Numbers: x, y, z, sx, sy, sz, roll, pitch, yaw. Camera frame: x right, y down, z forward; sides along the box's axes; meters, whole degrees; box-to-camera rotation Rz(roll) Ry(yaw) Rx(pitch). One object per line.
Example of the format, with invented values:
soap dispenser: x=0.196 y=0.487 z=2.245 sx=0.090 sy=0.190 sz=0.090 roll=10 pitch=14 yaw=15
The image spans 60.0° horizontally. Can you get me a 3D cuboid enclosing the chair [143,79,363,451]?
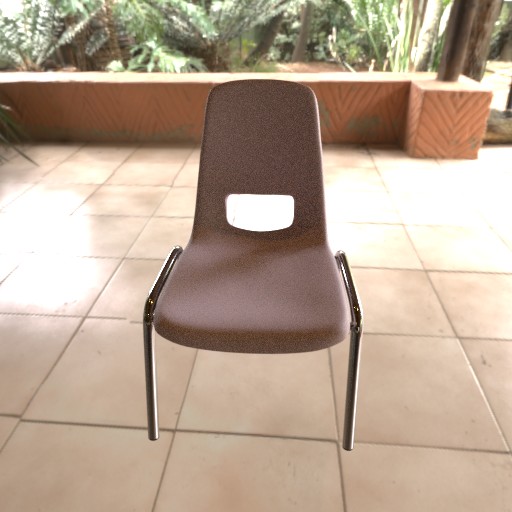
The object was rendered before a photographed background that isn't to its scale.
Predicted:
chair: x=0.000 y=0.000 z=0.788 sx=0.354 sy=0.536 sz=0.385 roll=2 pitch=30 yaw=3
